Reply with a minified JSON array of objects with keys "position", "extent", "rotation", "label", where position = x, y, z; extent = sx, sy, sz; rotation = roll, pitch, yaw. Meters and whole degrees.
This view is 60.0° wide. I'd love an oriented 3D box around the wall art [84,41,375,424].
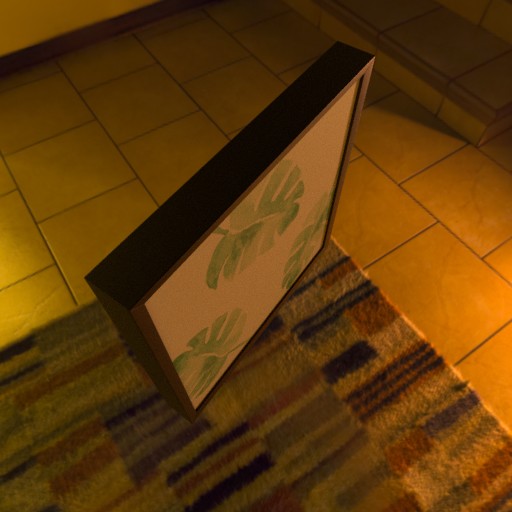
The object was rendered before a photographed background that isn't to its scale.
[{"position":[0.000,0.000,0.457],"extent":[0.038,0.304,0.304],"rotation":[31,63,18],"label":"wall art"}]
